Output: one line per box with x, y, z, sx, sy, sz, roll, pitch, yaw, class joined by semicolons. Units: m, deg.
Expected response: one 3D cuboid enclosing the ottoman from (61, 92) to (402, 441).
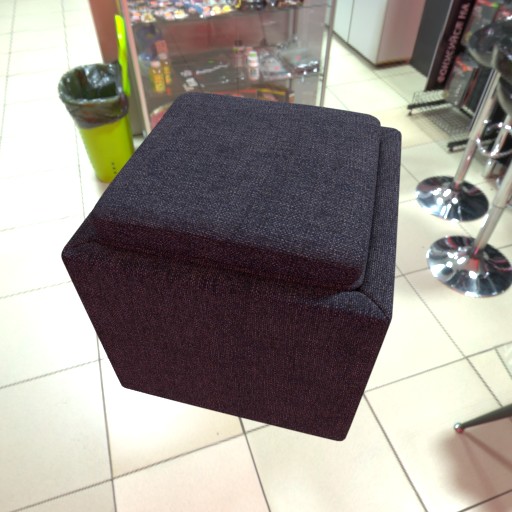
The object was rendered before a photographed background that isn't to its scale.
0.000;0.000;0.834;0.450;0.460;0.450;10;48;10;ottoman
